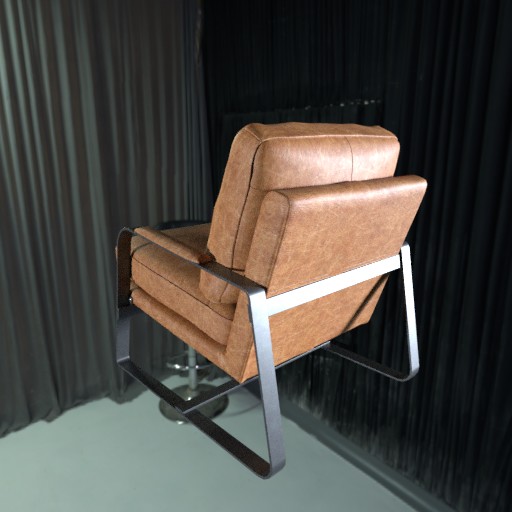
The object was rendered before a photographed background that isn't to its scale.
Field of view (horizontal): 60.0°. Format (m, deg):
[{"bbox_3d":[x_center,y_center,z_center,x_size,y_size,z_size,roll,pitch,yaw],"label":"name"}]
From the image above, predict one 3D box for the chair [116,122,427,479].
[{"bbox_3d":[0.000,0.000,1.368,0.651,0.777,0.801,-14,20,-41],"label":"chair"}]
